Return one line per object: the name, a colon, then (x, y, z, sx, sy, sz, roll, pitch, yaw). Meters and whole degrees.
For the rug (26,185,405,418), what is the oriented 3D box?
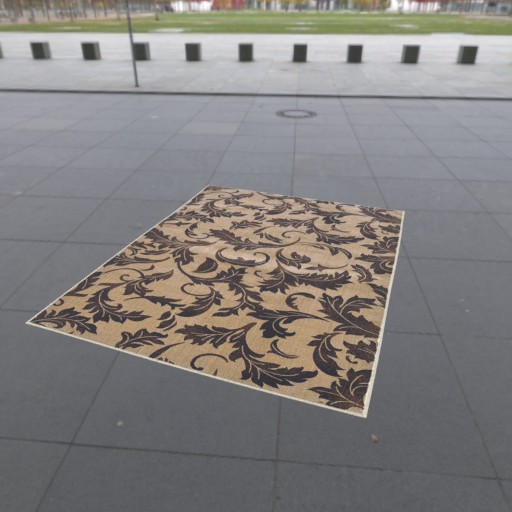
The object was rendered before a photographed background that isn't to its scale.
rug: (0.000, 0.000, 3.960, 2.380, 0.008, 2.977, 10, 31, 18)
